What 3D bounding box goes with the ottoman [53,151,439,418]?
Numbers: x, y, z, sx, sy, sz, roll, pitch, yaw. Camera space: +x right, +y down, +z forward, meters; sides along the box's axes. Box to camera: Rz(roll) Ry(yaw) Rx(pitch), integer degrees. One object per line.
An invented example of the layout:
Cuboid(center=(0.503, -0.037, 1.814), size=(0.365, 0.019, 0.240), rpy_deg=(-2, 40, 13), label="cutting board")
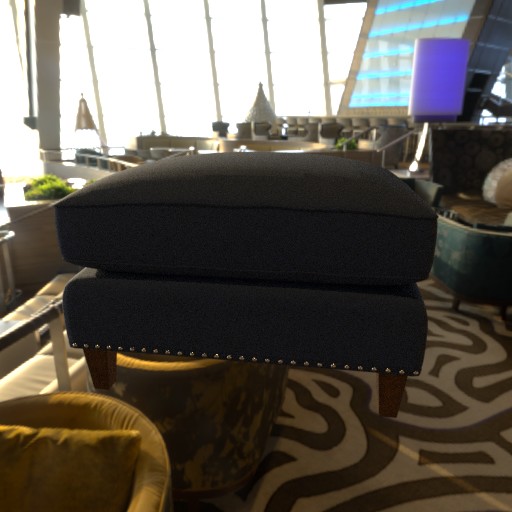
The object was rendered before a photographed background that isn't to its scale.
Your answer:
Cuboid(center=(0.000, 0.000, 1.132), size=(0.741, 0.513, 0.584), rpy_deg=(3, 18, 9), label="ottoman")
